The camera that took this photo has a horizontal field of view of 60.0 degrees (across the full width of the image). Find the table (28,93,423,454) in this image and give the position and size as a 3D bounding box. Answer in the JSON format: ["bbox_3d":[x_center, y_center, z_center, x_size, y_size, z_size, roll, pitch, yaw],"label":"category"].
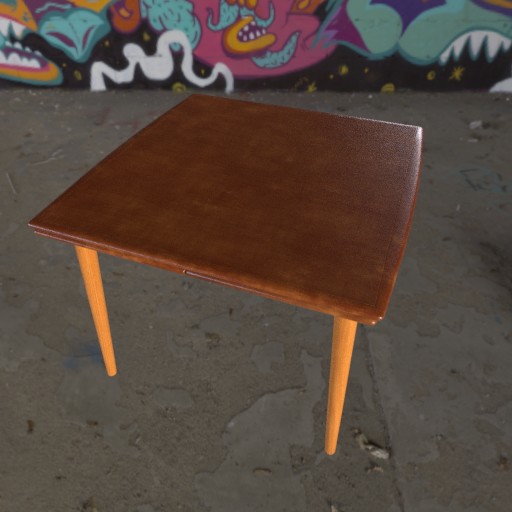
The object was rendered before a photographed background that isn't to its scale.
[{"bbox_3d":[0.000,0.000,1.655,0.991,0.754,0.991,14,43,15],"label":"table"}]
